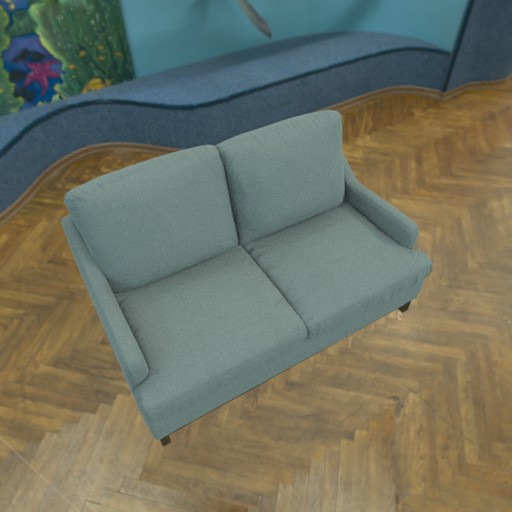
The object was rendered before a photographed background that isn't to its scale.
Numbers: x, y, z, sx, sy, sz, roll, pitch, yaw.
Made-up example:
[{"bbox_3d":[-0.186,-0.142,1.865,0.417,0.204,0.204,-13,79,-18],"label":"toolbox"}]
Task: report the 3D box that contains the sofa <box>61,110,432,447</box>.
[{"bbox_3d":[0.000,0.000,2.237,1.589,0.921,0.987,-23,51,-21],"label":"sofa"}]
